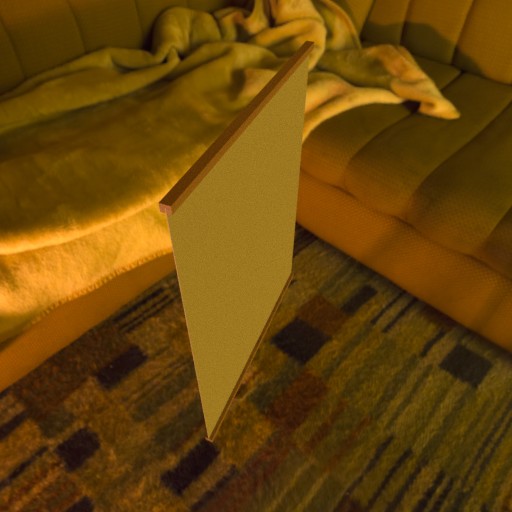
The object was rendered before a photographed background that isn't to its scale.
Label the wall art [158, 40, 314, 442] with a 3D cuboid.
[{"bbox_3d":[0.000,0.000,0.693,0.012,0.508,0.405,17,48,16],"label":"wall art"}]
